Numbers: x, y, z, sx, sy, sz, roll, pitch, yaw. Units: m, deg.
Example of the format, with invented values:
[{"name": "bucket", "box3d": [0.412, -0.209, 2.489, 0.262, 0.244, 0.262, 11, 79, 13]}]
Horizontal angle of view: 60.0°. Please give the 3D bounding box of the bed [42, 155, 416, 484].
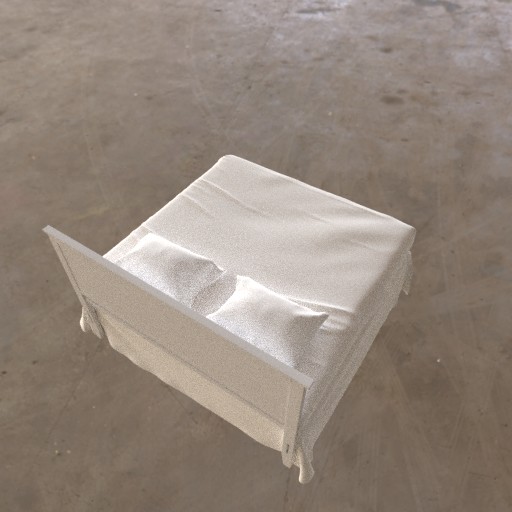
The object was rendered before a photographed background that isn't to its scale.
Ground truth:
[{"name": "bed", "box3d": [0.000, 0.000, 3.609, 2.317, 1.273, 2.215, 26, 53, 22]}]
